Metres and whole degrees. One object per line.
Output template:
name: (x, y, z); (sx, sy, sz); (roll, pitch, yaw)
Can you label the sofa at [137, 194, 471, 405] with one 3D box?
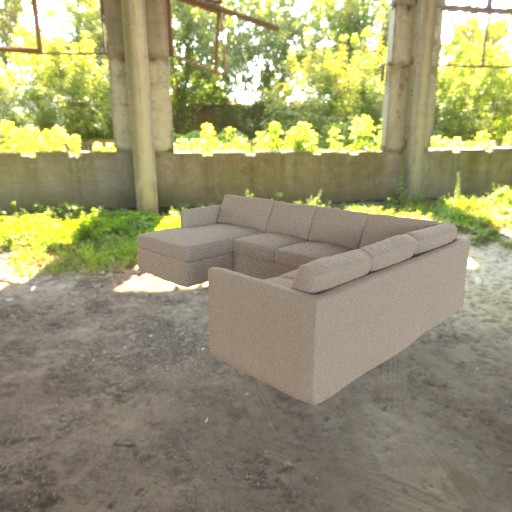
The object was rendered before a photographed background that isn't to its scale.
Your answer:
sofa: (0.000, 0.000, 4.674); (3.528, 0.878, 2.476); (14, 20, 43)
